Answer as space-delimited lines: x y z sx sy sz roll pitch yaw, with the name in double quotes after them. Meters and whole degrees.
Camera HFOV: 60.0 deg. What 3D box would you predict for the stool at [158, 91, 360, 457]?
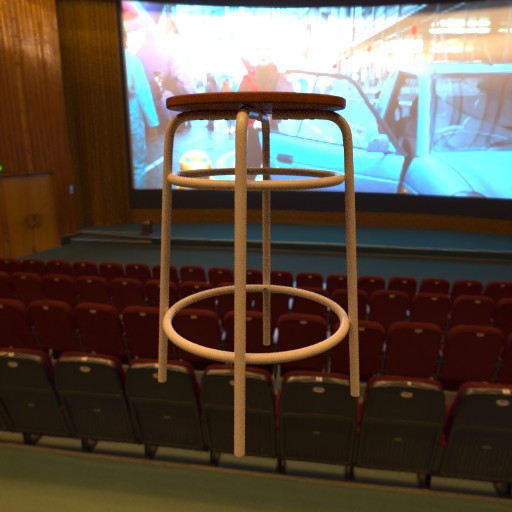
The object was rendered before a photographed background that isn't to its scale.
0.000 0.000 0.917 0.455 0.610 0.455 2 15 7 "stool"
